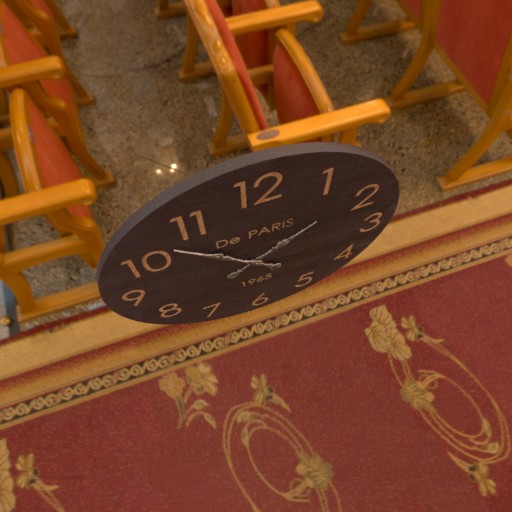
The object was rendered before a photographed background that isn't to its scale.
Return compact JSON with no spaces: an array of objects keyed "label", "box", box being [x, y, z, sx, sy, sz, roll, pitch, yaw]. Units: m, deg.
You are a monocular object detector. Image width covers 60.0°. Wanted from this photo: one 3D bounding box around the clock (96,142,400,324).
[{"label":"clock","box":[0.000,0.000,0.873,0.595,0.595,0.029,-17,65,-8]}]
